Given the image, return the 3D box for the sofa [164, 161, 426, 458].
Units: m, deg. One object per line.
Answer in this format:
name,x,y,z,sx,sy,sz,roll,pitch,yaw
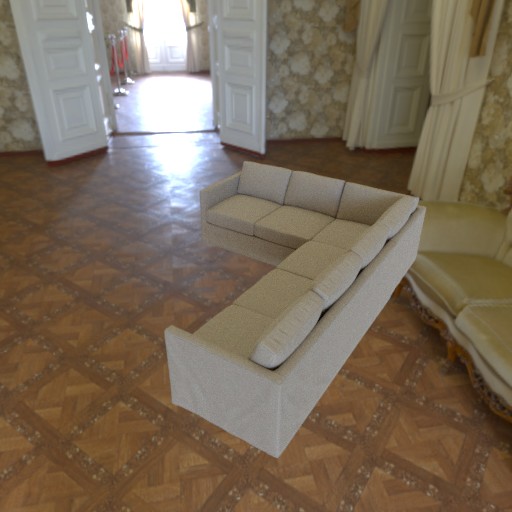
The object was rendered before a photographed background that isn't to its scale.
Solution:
sofa,0.000,0.000,4.412,2.432,0.871,3.182,18,34,29
